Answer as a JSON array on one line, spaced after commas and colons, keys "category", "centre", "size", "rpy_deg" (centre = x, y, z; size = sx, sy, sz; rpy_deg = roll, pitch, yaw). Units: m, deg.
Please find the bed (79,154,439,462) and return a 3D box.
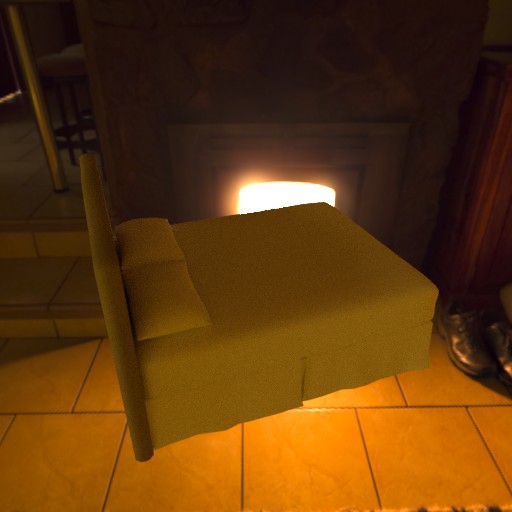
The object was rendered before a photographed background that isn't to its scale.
[{"category": "bed", "centre": [0.000, 0.000, 3.206], "size": [2.128, 1.441, 1.744], "rpy_deg": [-11, 32, -18]}]
